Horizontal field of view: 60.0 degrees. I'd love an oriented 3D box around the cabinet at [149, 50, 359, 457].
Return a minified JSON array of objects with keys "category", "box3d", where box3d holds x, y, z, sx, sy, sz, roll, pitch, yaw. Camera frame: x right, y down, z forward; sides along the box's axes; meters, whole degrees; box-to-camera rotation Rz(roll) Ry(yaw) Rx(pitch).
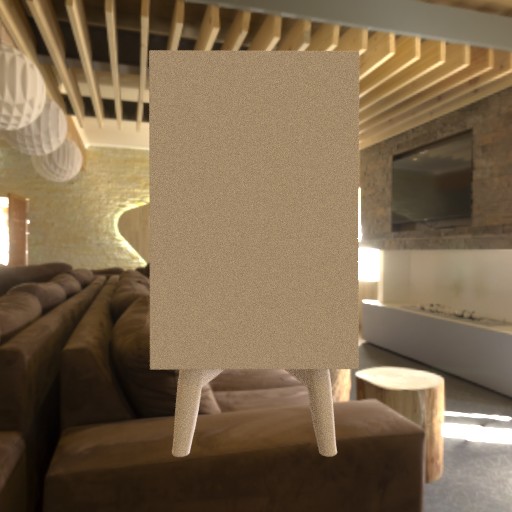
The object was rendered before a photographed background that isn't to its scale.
[{"category":"cabinet","box3d":[0.000,0.000,1.215,0.398,0.761,0.800,0,1,0]}]
